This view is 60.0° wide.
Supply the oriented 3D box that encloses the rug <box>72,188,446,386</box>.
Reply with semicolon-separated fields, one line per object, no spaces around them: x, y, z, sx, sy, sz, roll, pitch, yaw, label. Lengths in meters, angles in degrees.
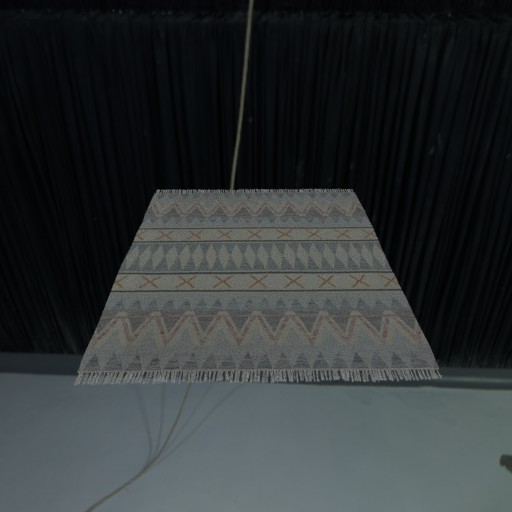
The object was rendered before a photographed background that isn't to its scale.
0.000;0.000;4.028;2.371;0.012;3.000;0;32;-1;rug
